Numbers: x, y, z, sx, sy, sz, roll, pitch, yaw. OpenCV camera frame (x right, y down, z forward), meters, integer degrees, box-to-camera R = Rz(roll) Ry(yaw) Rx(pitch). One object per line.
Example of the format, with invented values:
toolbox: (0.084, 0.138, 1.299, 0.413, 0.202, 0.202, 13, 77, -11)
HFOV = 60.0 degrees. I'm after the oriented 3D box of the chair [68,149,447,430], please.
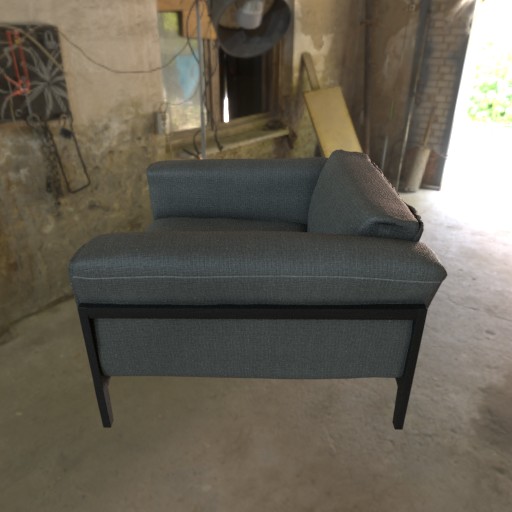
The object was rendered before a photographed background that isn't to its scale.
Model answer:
chair: (0.000, 0.000, 1.651, 0.969, 0.646, 1.056, 0, 27, 0)
